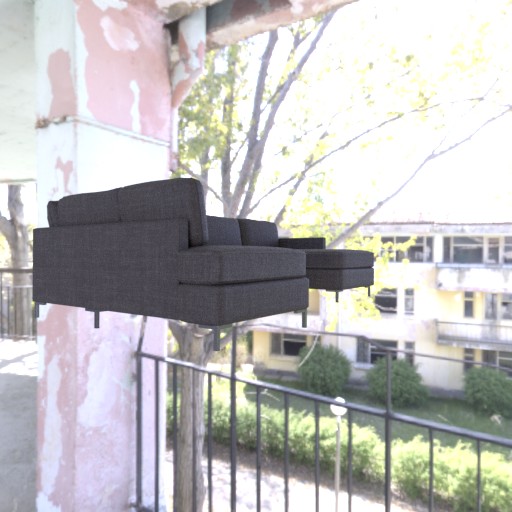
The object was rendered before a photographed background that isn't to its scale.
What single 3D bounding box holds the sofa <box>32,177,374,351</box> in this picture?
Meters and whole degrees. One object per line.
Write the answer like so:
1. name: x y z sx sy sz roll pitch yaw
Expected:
1. sofa: 0.000 0.000 4.331 2.048 0.999 3.423 0 0 37
